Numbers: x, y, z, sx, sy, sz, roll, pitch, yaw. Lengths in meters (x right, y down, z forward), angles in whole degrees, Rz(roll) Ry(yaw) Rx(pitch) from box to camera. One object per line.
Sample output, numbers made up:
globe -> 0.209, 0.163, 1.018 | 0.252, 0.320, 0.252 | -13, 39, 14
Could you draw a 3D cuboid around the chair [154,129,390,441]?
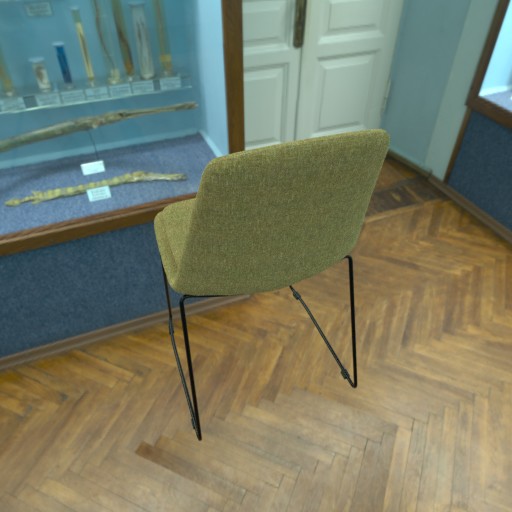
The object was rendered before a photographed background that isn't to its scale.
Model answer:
chair -> 0.000, 0.000, 1.102 | 0.479, 0.849, 0.496 | -13, 43, -15
